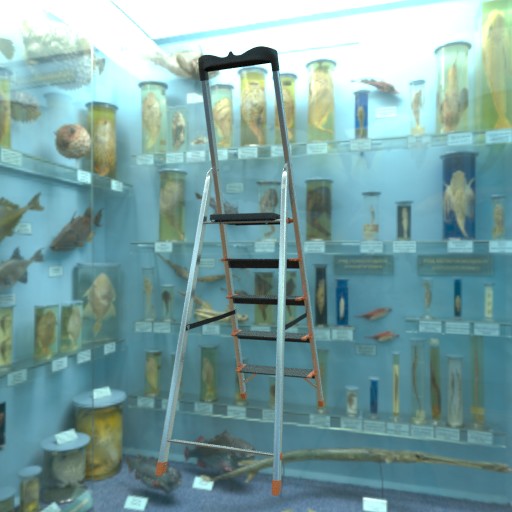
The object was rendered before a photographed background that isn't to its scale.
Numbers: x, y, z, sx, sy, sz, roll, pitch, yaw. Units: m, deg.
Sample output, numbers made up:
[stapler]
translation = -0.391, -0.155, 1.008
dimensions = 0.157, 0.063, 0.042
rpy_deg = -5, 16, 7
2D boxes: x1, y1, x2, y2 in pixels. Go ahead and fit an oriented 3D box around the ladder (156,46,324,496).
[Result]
[ladder]
translation = 0.000, 0.000, 2.063
dimensions = 0.480, 1.646, 0.995
rpy_deg = 0, 0, 18
